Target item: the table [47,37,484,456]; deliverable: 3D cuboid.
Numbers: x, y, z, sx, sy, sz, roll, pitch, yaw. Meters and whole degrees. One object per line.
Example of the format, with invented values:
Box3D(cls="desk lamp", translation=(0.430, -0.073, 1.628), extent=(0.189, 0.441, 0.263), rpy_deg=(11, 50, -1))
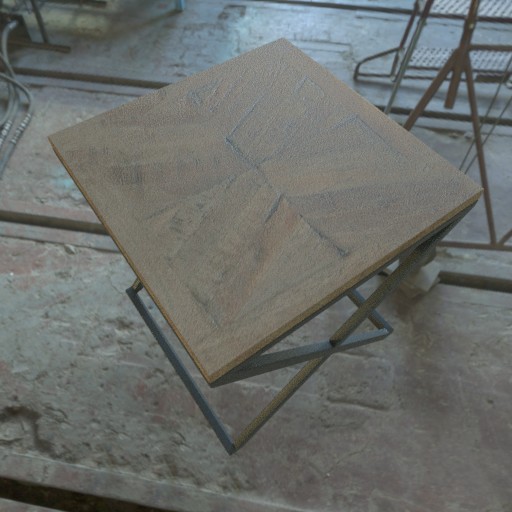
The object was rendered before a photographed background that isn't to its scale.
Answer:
Box3D(cls="table", translation=(0.000, 0.000, 0.929), extent=(0.498, 0.550, 0.499), rpy_deg=(-31, 62, -18))
